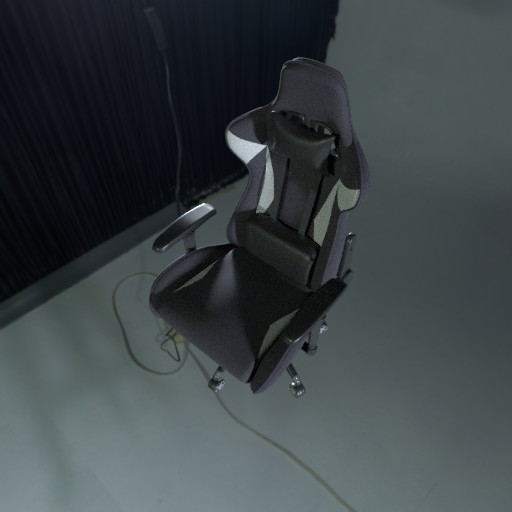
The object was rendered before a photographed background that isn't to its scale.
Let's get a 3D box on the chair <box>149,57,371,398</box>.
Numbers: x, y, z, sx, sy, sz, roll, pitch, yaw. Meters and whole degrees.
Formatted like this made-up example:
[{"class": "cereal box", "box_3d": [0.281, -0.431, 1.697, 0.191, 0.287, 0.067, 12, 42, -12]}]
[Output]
[{"class": "chair", "box_3d": [0.000, 0.000, 1.713, 0.730, 1.300, 0.695, 31, 54, 26]}]
